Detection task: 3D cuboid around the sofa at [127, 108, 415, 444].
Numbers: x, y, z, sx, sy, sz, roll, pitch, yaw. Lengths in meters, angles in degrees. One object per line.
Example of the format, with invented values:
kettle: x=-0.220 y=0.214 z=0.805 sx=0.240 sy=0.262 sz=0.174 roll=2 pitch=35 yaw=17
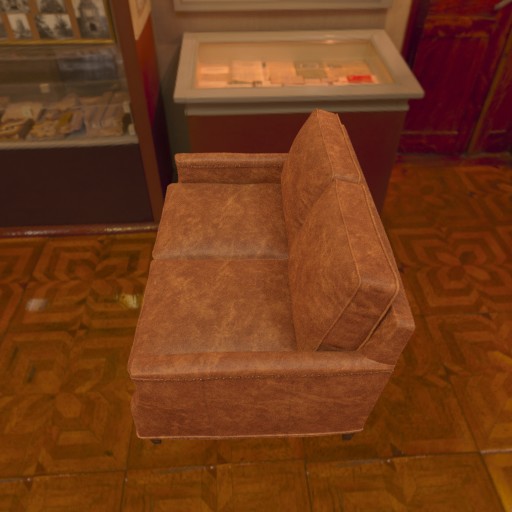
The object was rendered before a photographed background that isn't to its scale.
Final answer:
sofa: x=0.000 y=0.000 z=2.281 sx=1.084 sy=1.003 sz=1.597 roll=-1 pitch=43 yaw=-1
